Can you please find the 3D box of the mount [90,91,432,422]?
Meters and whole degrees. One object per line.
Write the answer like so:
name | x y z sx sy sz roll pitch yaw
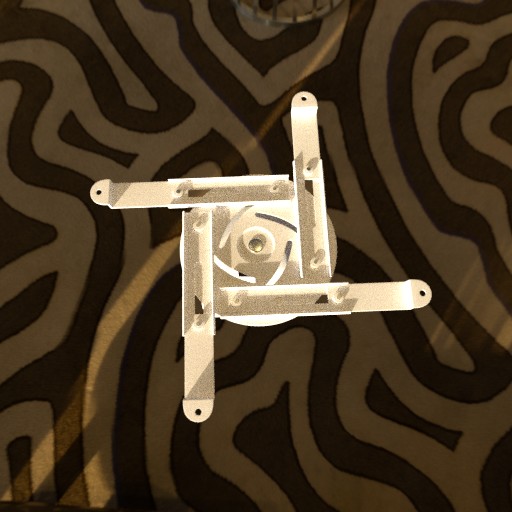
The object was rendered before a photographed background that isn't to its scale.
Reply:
mount | 0.000 0.000 0.587 0.394 0.141 0.394 -2 76 -1
